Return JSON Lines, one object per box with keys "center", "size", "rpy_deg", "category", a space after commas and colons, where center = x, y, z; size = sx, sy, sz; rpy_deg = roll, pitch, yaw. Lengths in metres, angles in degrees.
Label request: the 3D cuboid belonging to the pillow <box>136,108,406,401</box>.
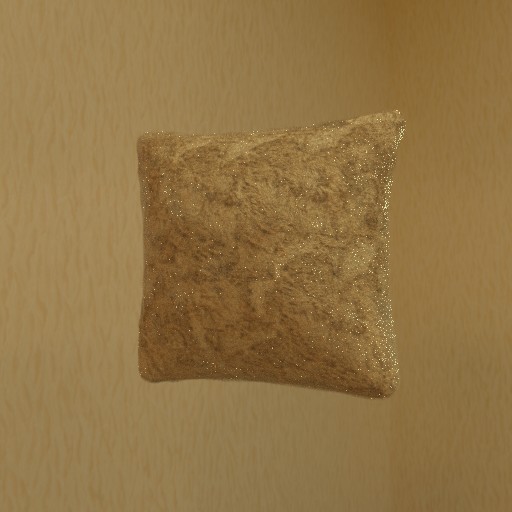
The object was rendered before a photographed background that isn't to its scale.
{"center": [0.000, 0.000, 0.829], "size": [0.538, 0.525, 0.216], "rpy_deg": [0, -2, 18], "category": "pillow"}
